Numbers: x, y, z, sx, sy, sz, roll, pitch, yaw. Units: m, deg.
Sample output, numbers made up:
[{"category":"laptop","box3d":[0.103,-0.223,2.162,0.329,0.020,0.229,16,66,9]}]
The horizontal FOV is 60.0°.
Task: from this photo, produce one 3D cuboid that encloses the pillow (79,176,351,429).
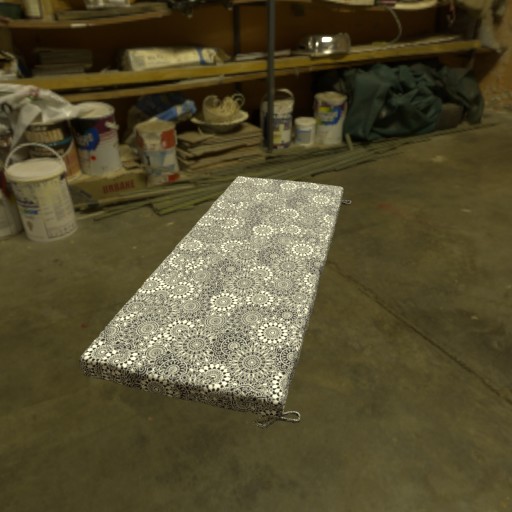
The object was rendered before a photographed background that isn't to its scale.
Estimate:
[{"category":"pillow","box3d":[0.000,0.000,1.386,0.492,0.081,1.187,8,32,13]}]
